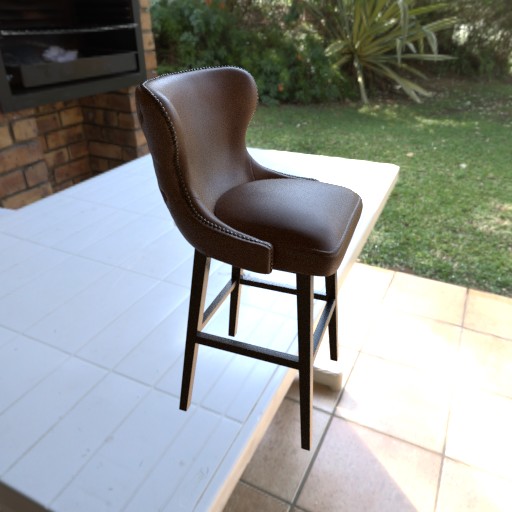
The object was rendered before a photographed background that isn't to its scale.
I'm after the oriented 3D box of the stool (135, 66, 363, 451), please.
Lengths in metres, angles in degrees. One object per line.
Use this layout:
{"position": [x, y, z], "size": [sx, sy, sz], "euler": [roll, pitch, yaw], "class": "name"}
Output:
{"position": [0.000, 0.000, 1.445], "size": [0.606, 1.087, 0.591], "euler": [10, 31, 18], "class": "stool"}
